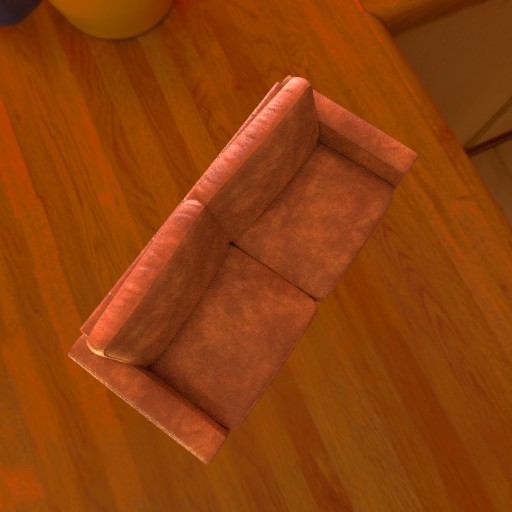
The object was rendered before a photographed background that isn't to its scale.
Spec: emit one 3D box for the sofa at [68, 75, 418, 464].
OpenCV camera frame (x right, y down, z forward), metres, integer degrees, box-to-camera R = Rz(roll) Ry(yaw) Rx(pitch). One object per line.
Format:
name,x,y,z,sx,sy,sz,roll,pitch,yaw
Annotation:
sofa,0.000,0.000,2.700,1.016,0.873,2.179,35,79,8
